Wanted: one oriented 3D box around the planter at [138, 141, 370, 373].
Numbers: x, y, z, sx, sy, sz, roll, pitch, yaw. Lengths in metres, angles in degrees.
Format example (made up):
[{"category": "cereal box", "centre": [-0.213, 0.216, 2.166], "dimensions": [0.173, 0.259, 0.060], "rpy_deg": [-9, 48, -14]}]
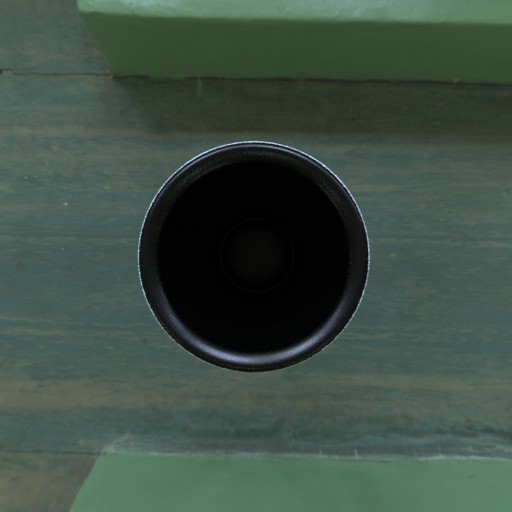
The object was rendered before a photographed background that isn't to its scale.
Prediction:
[{"category": "planter", "centre": [0.000, 0.000, 0.323], "dimensions": [0.100, 0.270, 0.100], "rpy_deg": [0, 90, 0]}]
